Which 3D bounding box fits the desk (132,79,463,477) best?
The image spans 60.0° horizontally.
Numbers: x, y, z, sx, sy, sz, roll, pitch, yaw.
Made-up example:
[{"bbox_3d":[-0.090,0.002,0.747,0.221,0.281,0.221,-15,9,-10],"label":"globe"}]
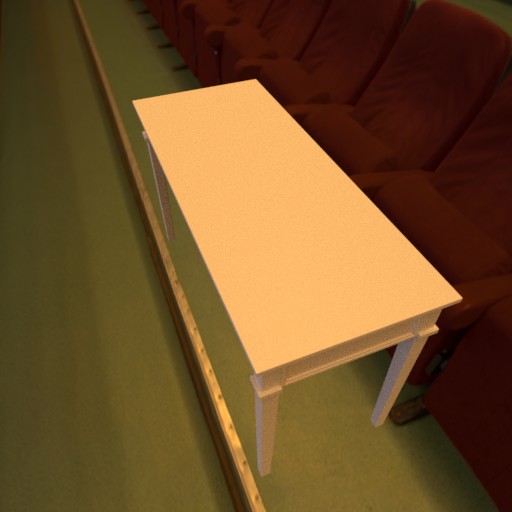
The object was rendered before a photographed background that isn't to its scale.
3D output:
[{"bbox_3d":[0.000,0.000,1.755,0.559,0.774,1.372,-16,48,-15],"label":"desk"}]
